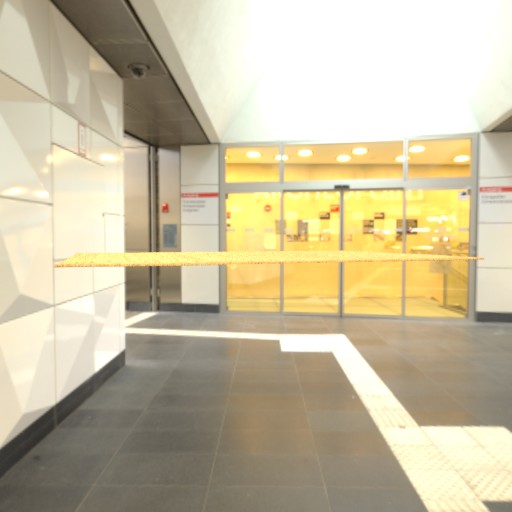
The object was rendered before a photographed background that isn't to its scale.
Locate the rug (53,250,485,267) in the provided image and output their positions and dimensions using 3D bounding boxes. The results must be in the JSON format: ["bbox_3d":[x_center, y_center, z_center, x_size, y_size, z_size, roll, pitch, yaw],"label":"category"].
[{"bbox_3d":[0.000,0.000,2.355,1.840,0.013,1.225,-1,2,-19],"label":"rug"}]
